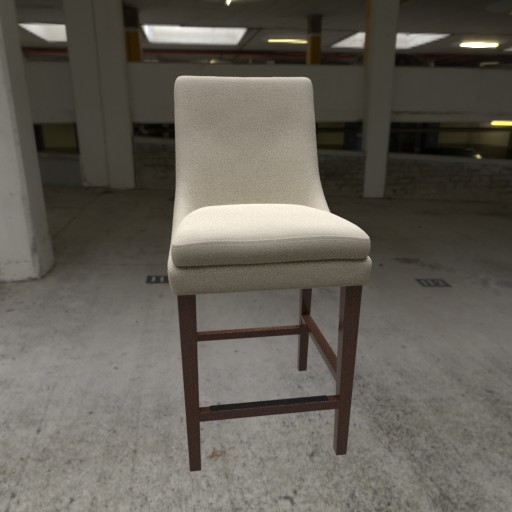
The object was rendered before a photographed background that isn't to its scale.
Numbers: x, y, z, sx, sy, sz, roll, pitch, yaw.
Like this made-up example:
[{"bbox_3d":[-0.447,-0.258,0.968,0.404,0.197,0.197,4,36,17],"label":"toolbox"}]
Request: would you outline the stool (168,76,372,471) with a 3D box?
[{"bbox_3d":[0.000,0.000,1.256,0.470,0.981,0.577,-3,18,-8],"label":"stool"}]
